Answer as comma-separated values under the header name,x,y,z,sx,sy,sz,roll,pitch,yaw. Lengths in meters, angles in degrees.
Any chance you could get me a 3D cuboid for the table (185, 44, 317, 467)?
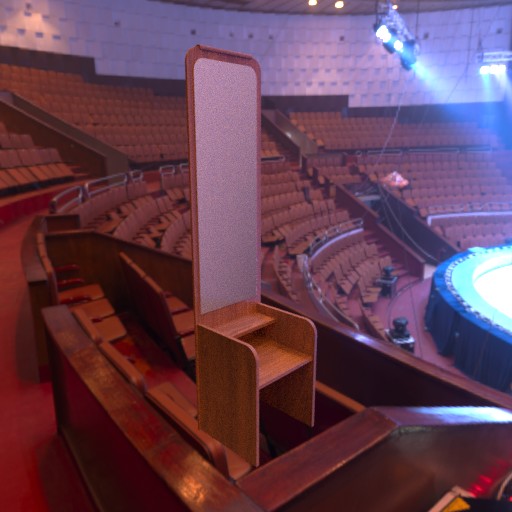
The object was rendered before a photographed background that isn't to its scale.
name,x,y,z,sx,sy,sz,roll,pitch,yaw
table,0.000,0.000,2.073,0.420,1.830,0.450,13,19,42
